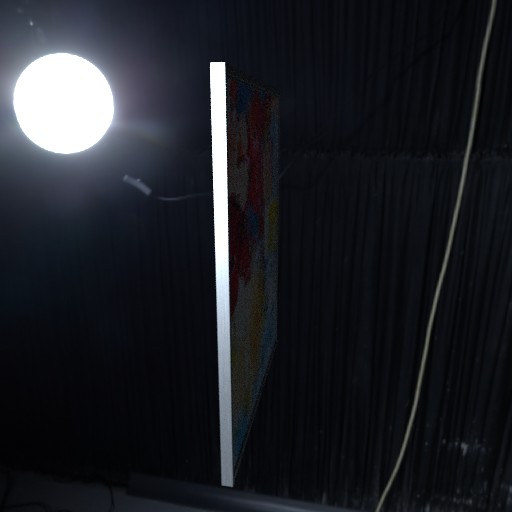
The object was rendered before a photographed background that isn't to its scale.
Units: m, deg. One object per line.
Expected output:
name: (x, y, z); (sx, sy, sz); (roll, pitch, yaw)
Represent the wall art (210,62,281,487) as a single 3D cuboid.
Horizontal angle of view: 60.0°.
wall art: (0.000, 0.000, 1.421); (0.030, 1.046, 0.816); (3, 17, 10)
